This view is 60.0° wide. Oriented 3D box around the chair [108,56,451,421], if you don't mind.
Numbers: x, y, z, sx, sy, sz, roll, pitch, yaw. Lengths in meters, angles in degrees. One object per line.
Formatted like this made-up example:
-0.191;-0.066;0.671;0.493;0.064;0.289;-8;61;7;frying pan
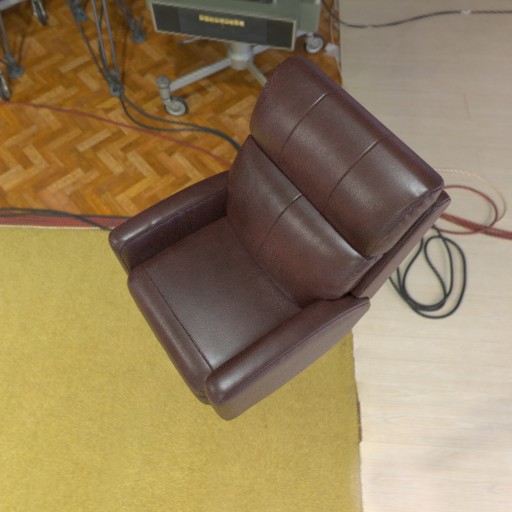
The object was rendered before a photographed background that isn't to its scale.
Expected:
0.000;0.000;1.677;0.939;1.016;0.787;-33;67;-16;chair
